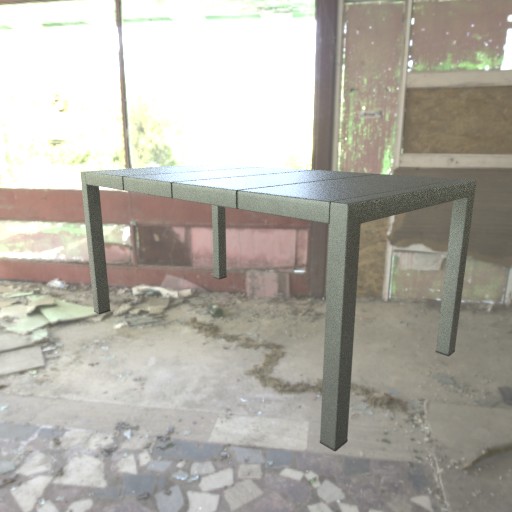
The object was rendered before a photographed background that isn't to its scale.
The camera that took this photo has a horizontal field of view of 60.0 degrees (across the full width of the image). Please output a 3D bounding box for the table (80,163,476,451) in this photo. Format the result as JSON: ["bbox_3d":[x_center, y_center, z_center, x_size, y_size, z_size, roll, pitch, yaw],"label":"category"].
[{"bbox_3d":[0.000,0.000,1.277,0.965,0.460,0.559,14,21,43],"label":"table"}]
